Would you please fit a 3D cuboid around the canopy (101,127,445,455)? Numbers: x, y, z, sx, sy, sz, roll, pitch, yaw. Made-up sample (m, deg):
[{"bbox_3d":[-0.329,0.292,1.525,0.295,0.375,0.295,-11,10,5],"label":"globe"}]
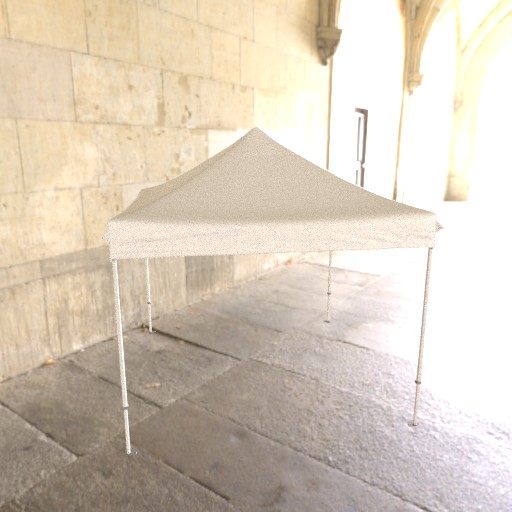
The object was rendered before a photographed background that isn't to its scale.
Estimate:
[{"bbox_3d":[0.000,0.000,5.355,2.994,2.998,2.996,-2,14,-9],"label":"canopy"}]
